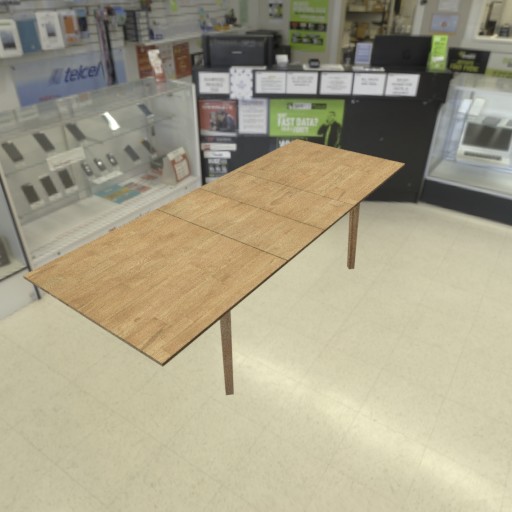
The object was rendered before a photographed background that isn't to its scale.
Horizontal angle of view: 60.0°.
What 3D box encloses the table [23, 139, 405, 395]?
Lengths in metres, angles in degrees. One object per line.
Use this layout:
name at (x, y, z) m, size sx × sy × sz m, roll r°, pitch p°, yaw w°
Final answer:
table at (0.000, 0.000, 3.065) m, size 1.000 × 0.752 × 2.603 m, roll 22°, pitch 39°, yaw 30°
